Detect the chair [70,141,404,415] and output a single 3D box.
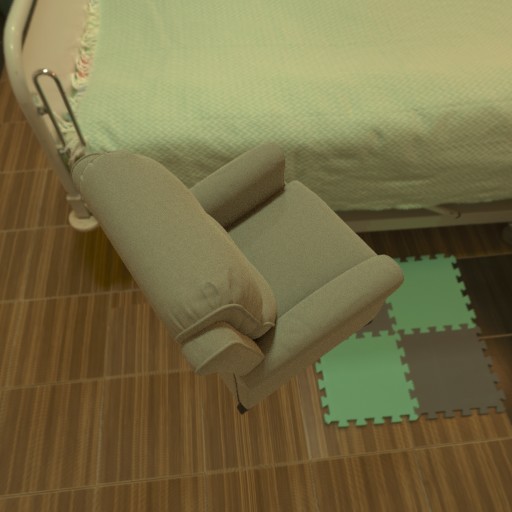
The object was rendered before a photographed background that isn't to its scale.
[{"bbox_3d":[0.000,0.000,1.728,0.919,1.046,0.859,-31,63,-17],"label":"chair"}]
